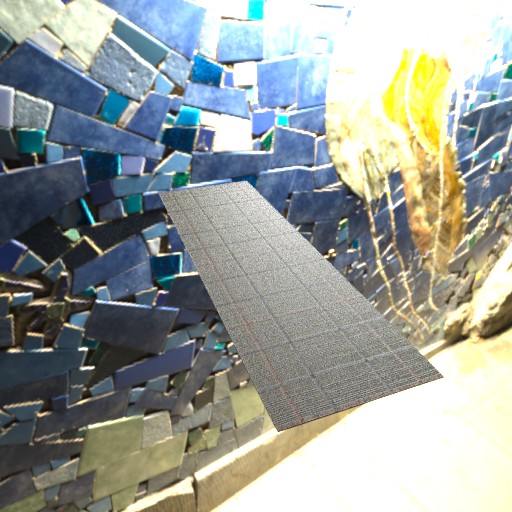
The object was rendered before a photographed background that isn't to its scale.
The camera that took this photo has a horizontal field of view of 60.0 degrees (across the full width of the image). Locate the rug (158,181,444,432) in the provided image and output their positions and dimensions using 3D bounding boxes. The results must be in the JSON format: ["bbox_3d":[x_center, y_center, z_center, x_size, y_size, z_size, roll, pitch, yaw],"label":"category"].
[{"bbox_3d":[0.000,0.000,2.725,0.762,0.008,2.439,-11,32,-18],"label":"rug"}]
